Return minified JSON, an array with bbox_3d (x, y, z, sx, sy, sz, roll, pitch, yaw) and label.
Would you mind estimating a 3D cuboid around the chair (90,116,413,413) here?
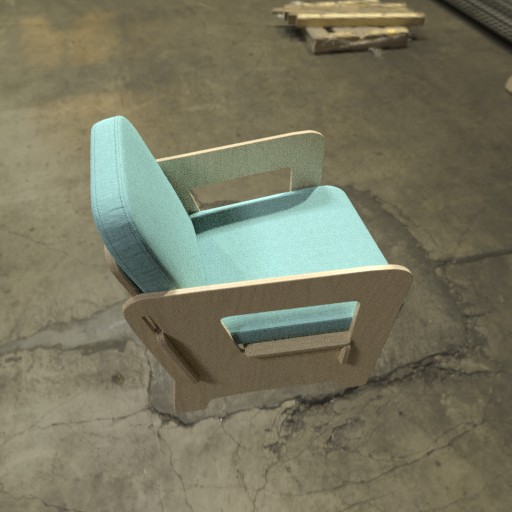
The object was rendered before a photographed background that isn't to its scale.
[{"bbox_3d":[0.000,0.000,1.258,0.710,0.800,0.590,-11,48,-10],"label":"chair"}]
